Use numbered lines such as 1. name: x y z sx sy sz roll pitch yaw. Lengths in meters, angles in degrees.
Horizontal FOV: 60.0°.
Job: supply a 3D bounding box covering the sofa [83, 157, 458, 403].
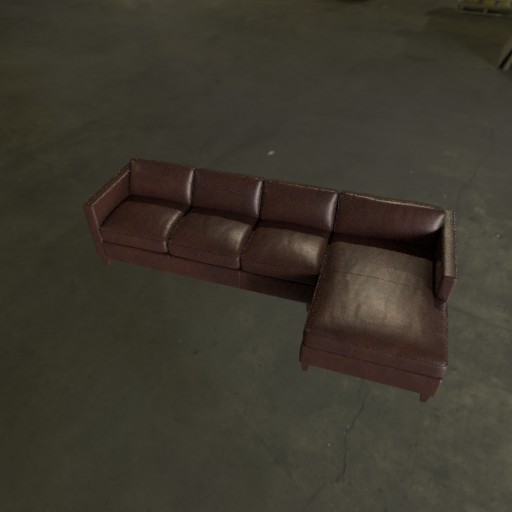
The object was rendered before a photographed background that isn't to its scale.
1. sofa: 0.000 0.000 3.909 3.203 0.883 1.581 12 42 13
